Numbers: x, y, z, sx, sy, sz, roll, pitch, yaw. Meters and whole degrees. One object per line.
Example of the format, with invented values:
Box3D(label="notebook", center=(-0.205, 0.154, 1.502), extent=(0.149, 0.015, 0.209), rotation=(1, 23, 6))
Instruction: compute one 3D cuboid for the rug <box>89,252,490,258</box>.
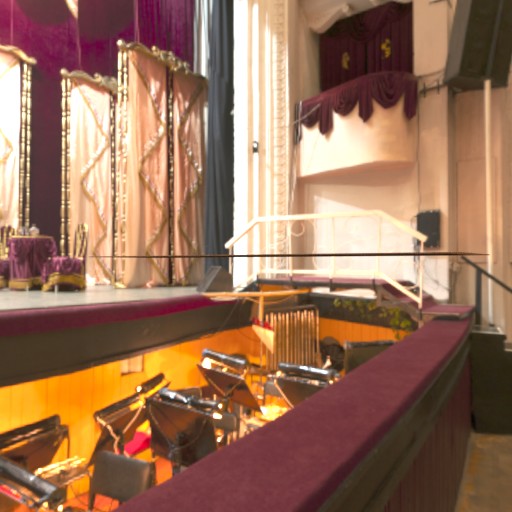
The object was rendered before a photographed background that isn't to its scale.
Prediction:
Box3D(label="rug", center=(0.000, 0.000, 2.690), extent=(2.437, 0.005, 0.688), rotation=(-1, -1, 36))
